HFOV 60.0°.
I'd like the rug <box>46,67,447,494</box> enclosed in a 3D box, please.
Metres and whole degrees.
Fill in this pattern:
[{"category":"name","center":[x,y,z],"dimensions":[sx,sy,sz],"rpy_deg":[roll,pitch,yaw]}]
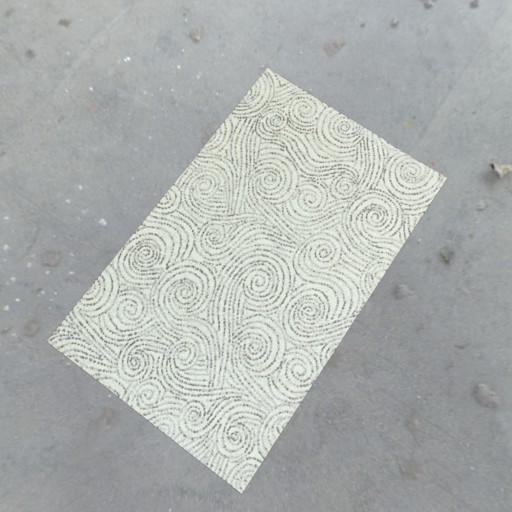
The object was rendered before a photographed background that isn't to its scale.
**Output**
[{"category":"rug","center":[0.000,0.000,2.931],"dimensions":[1.524,0.005,2.439],"rpy_deg":[34,79,8]}]
